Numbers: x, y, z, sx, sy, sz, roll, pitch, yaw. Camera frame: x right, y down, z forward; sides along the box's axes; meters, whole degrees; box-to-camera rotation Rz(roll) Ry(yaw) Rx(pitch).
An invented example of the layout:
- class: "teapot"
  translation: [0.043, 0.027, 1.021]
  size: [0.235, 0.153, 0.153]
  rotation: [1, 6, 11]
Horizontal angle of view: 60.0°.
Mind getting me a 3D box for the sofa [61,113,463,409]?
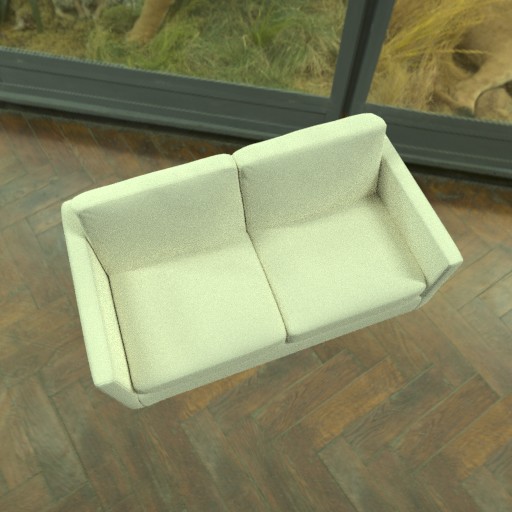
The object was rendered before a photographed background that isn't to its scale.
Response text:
- class: "sofa"
  translation: [0.000, 0.000, 2.274]
  size: [1.702, 0.888, 0.964]
  rotation: [-17, 64, -9]
